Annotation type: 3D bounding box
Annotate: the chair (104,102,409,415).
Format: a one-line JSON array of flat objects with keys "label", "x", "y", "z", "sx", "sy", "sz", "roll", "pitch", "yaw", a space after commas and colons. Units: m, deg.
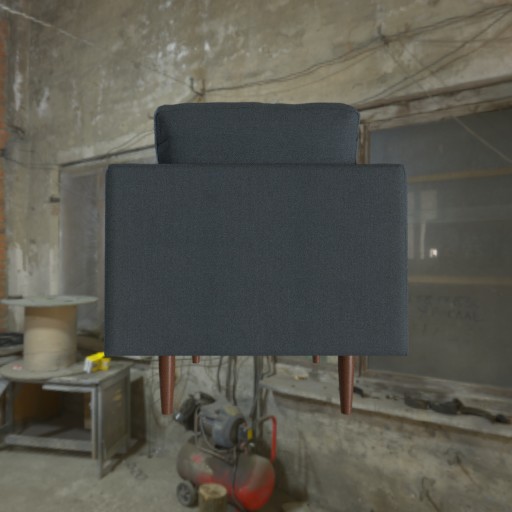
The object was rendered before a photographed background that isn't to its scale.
[{"label": "chair", "x": 0.000, "y": 0.000, "z": 1.617, "sx": 0.855, "sy": 0.922, "sz": 0.820, "roll": 0, "pitch": -1, "yaw": 0}]
